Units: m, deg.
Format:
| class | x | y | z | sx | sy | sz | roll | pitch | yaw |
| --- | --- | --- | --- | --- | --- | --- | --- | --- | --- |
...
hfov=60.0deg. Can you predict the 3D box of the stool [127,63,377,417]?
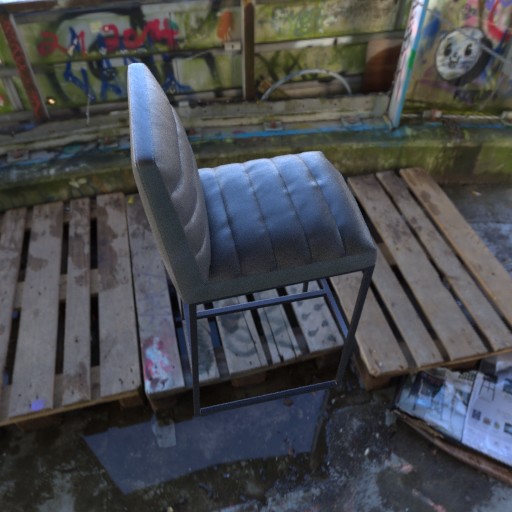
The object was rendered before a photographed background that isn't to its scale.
| class | x | y | z | sx | sy | sz | roll | pitch | yaw |
| --- | --- | --- | --- | --- | --- | --- | --- | --- | --- |
| stool | 0.000 | 0.000 | 1.351 | 0.562 | 1.065 | 0.463 | -9 | 47 | -9 |
